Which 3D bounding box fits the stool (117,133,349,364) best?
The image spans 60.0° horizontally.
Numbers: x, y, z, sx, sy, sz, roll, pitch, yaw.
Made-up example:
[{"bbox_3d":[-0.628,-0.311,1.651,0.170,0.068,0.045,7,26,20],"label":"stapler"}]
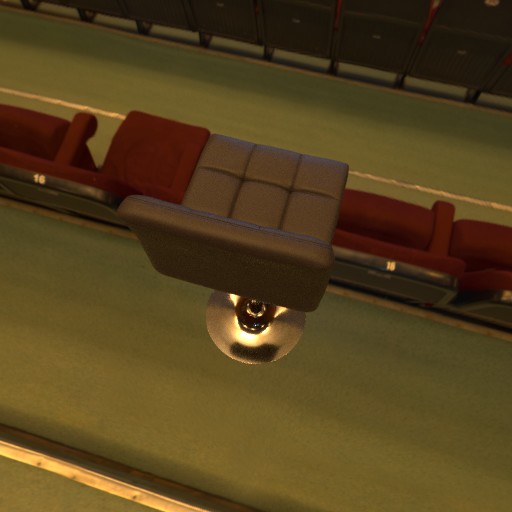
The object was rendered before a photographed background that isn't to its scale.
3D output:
[{"bbox_3d":[0.000,0.000,1.384,0.430,1.115,0.505,14,65,7],"label":"stool"}]
